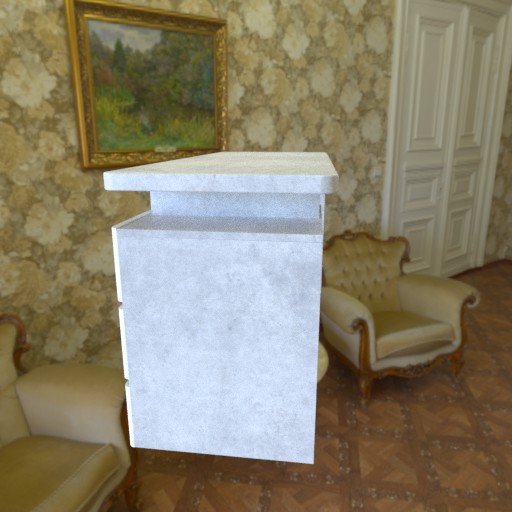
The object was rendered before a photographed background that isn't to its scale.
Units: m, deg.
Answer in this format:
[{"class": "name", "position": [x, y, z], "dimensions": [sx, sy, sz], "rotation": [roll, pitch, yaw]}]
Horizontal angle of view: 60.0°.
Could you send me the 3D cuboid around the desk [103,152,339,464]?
[{"class": "desk", "position": [0.000, 0.000, 1.753], "dimensions": [0.550, 0.755, 1.400], "rotation": [2, 15, 7]}]
